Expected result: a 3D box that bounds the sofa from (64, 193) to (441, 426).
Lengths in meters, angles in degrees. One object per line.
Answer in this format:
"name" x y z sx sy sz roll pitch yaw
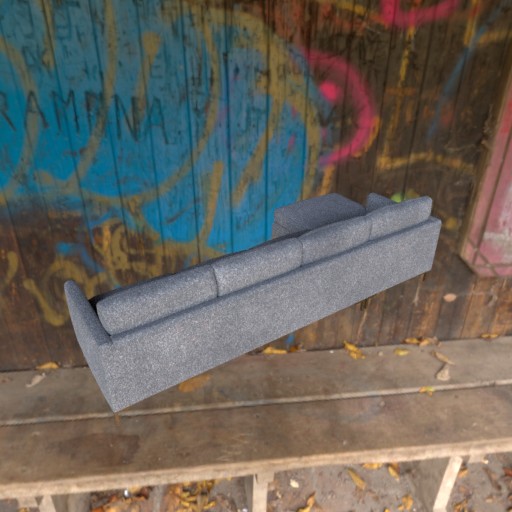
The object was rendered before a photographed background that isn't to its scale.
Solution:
"sofa" 0.000 0.000 3.590 2.932 0.810 1.350 -18 34 -29
